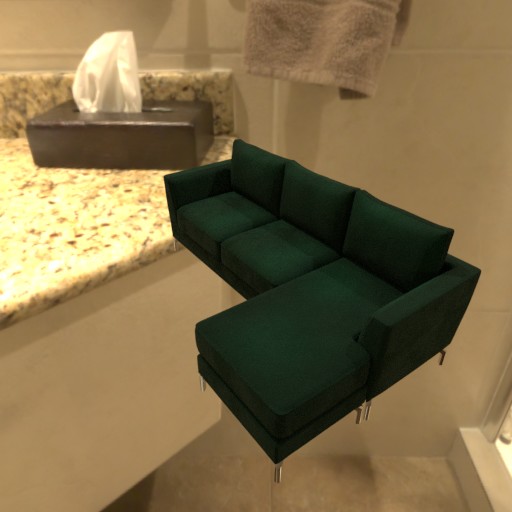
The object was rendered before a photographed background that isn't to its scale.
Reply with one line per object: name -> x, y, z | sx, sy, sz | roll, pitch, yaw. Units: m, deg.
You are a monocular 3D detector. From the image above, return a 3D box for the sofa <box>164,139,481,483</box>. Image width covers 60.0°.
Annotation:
sofa -> 0.000, 0.000, 3.154 | 1.489, 1.007, 2.441 | -21, 38, -30
